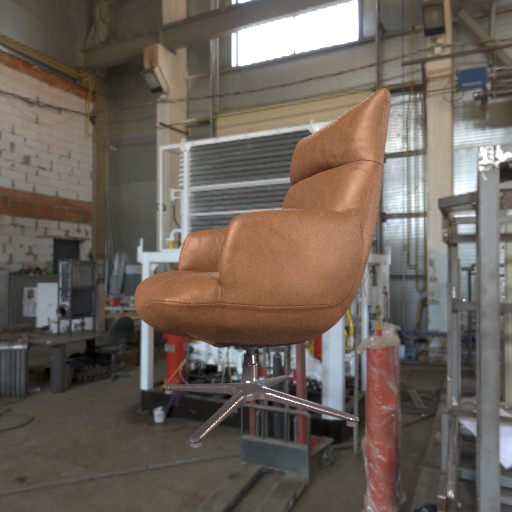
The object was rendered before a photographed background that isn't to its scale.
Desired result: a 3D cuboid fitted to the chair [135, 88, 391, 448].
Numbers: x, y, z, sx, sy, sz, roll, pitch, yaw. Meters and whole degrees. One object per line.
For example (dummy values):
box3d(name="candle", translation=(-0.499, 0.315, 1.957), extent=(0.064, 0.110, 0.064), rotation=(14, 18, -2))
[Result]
box3d(name="chair", translation=(0.000, 0.000, 1.522), extent=(0.794, 1.027, 0.711), rotation=(0, -1, -19))
